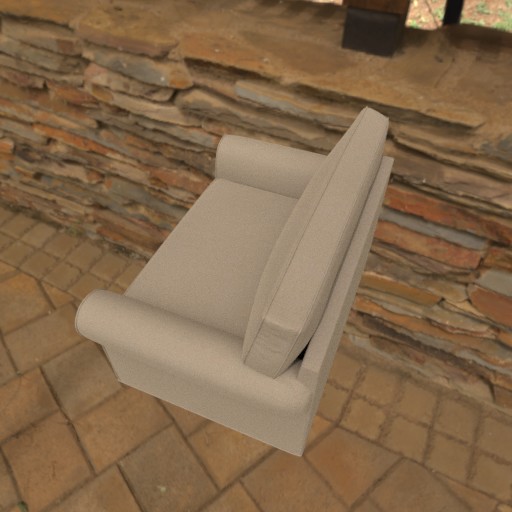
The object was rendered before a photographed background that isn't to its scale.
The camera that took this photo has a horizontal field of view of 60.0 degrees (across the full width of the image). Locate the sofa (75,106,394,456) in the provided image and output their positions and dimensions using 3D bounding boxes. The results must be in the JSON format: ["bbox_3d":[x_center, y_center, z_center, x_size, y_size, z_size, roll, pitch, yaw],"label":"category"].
[{"bbox_3d":[0.000,0.000,2.068,0.937,1.006,1.405,17,49,15],"label":"sofa"}]
